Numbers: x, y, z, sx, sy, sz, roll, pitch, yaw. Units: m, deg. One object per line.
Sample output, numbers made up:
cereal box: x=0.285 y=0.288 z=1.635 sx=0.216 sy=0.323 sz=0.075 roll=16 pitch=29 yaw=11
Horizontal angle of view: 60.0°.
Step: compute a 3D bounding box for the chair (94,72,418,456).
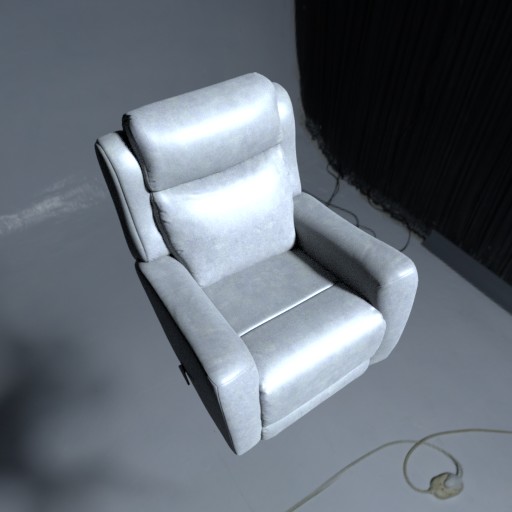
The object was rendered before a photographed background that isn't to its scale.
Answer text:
chair: x=0.000 y=0.000 z=1.903 sx=0.967 sy=1.116 sz=1.068 roll=-25 pitch=53 yaw=-21
